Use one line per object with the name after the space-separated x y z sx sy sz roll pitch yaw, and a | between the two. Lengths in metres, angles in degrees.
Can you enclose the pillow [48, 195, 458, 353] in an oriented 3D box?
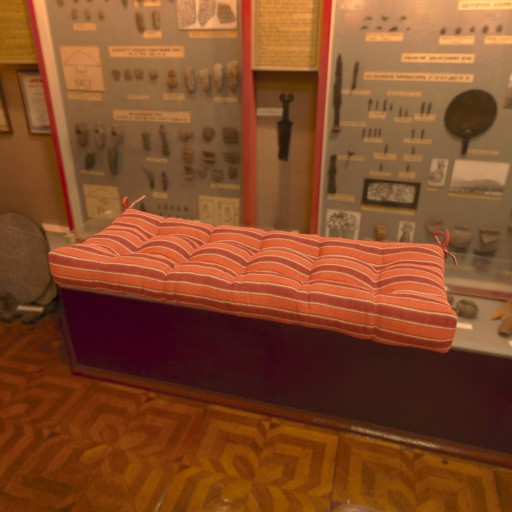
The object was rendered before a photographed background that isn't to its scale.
0.000 0.000 1.363 1.194 0.174 0.511 8 27 15 | pillow
